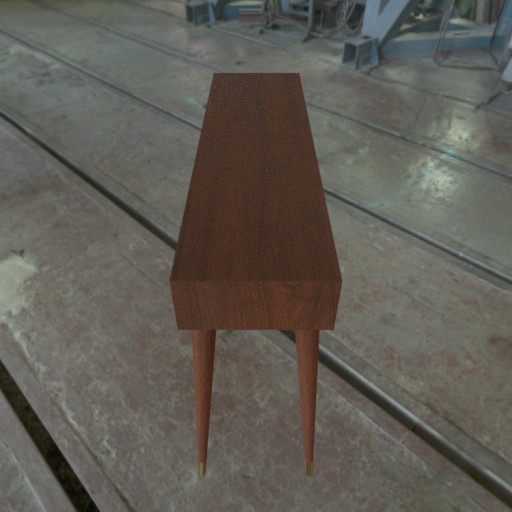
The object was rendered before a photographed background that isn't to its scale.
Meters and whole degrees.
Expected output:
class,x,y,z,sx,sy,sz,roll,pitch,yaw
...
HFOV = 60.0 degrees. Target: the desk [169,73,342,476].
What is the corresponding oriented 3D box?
class,x,y,z,sx,sy,sz,roll,pitch,yaw
desk,0.000,0.000,1.638,0.384,0.917,1.204,0,41,0
